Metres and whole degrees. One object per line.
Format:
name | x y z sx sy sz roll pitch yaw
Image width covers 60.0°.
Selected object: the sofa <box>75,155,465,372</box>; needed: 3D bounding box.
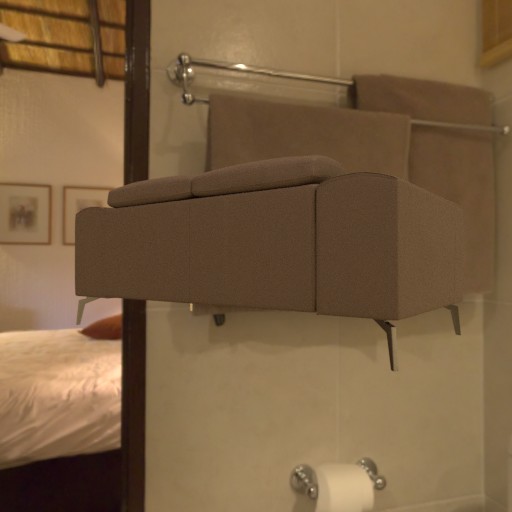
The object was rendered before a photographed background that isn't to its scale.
sofa | 0.000 0.000 2.371 1.895 0.779 1.003 -1 -1 37
